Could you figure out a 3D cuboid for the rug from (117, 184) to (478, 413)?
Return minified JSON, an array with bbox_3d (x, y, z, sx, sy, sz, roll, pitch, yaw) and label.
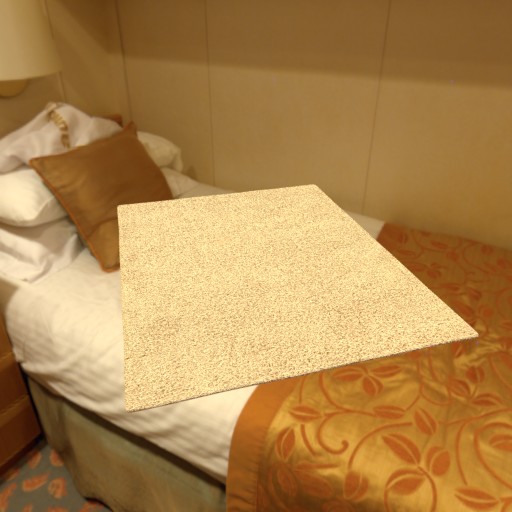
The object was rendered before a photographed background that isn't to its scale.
[{"bbox_3d":[0.000,0.000,4.115,2.438,0.029,3.047,-8,31,-14],"label":"rug"}]
